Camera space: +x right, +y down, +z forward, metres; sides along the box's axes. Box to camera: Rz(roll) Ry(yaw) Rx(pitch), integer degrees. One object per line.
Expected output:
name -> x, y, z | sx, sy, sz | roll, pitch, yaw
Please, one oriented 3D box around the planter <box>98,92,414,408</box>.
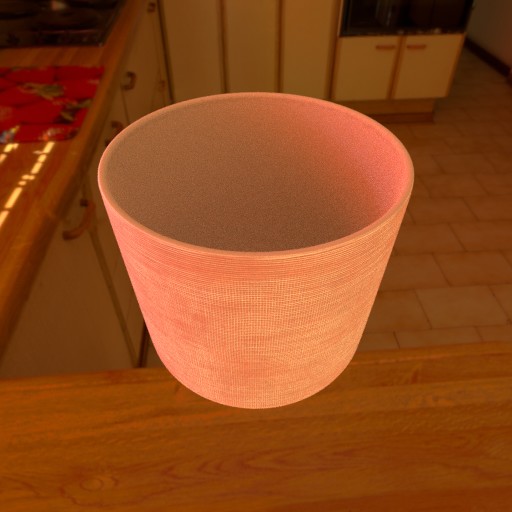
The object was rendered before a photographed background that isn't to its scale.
planter -> 0.000, 0.000, 0.769 | 0.440, 0.398, 0.440 | 0, 42, 0
